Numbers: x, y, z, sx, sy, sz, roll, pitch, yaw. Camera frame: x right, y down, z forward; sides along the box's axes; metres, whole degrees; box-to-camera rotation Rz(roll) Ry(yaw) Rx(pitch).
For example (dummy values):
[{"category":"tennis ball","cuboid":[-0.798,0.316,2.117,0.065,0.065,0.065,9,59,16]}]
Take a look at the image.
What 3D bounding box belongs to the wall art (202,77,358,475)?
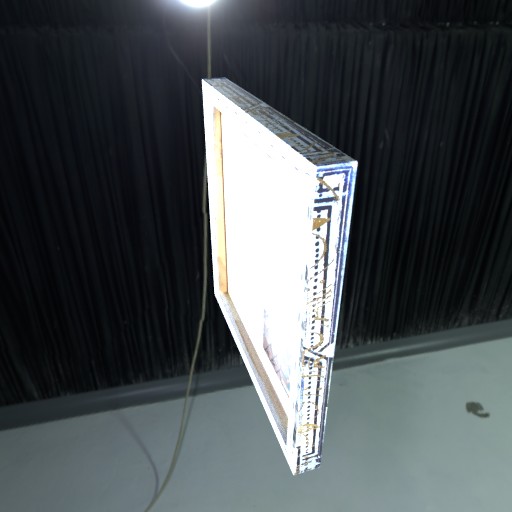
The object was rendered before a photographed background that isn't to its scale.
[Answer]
[{"category":"wall art","cuboid":[0.000,0.000,0.628,0.038,0.410,0.411,-10,33,-16]}]
